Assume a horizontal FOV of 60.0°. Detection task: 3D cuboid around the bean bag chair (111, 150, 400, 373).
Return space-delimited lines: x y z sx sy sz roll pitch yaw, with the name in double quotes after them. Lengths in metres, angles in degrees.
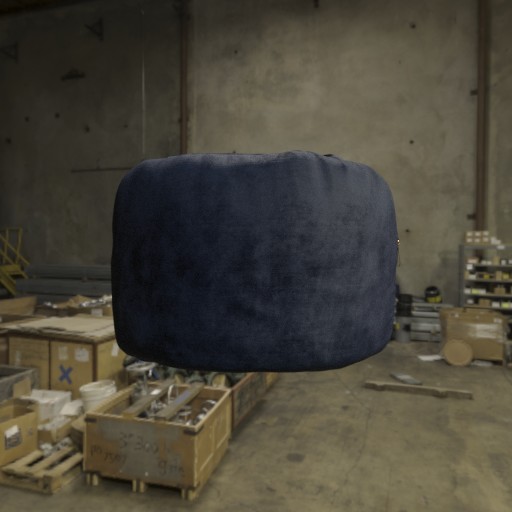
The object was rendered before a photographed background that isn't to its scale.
0.000 0.000 1.960 1.219 0.762 1.219 0 1 0 "bean bag chair"
